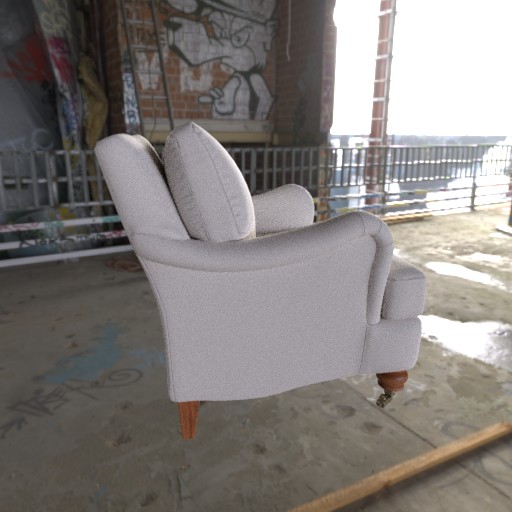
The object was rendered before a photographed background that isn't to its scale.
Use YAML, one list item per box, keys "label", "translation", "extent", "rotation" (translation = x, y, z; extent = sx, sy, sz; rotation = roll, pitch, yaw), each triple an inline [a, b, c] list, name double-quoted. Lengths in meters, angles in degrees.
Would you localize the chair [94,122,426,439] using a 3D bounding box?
- label: "chair"
  translation: [0.000, 0.000, 1.826]
  extent: [1.070, 1.038, 0.955]
  rotation: [-3, 16, -11]
